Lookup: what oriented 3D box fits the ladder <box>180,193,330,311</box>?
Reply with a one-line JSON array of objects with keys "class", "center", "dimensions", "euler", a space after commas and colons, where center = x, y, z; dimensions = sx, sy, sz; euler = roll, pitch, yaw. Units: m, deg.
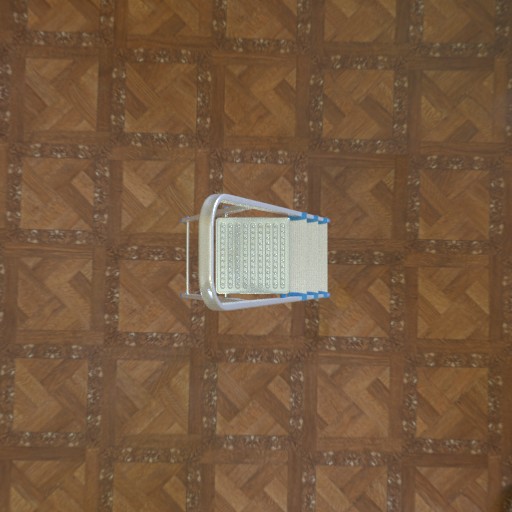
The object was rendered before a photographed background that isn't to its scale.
[{"class": "ladder", "center": [0.000, 0.000, 1.786], "dimensions": [0.842, 1.434, 0.445], "euler": [0, 89, 0]}]
